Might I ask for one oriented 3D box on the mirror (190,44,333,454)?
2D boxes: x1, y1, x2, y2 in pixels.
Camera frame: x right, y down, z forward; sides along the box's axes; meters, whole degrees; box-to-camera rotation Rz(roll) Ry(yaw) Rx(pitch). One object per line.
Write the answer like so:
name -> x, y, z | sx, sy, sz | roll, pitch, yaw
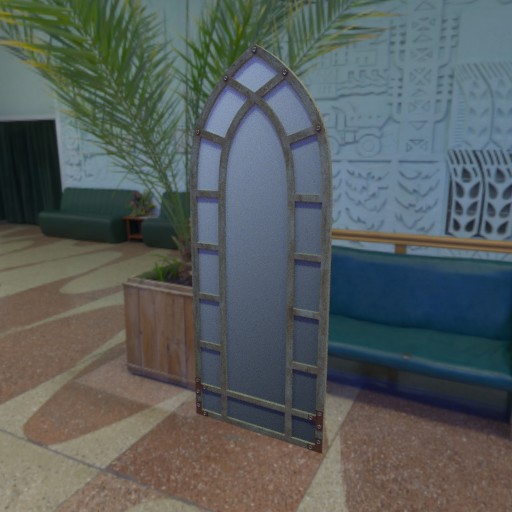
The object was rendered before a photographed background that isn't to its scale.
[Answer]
mirror -> 0.000, 0.000, 1.329 | 0.464, 1.175, 0.025 | 7, 14, 27
